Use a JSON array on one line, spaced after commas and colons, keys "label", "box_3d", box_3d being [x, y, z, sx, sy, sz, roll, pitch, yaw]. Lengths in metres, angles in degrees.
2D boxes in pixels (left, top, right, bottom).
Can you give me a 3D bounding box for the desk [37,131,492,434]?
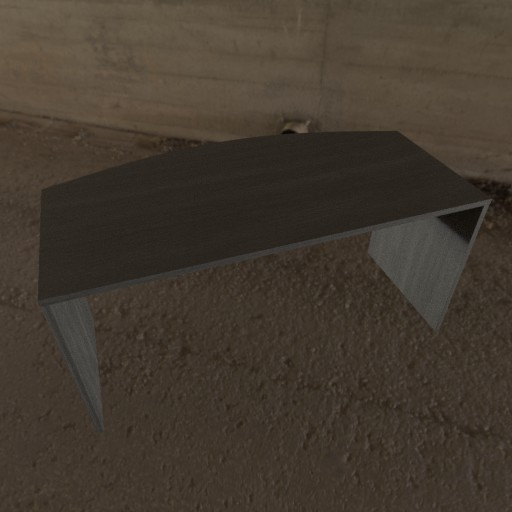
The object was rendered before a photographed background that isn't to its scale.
[{"label": "desk", "box_3d": [0.000, 0.000, 1.992, 1.600, 0.750, 0.802, -13, 42, -15]}]
